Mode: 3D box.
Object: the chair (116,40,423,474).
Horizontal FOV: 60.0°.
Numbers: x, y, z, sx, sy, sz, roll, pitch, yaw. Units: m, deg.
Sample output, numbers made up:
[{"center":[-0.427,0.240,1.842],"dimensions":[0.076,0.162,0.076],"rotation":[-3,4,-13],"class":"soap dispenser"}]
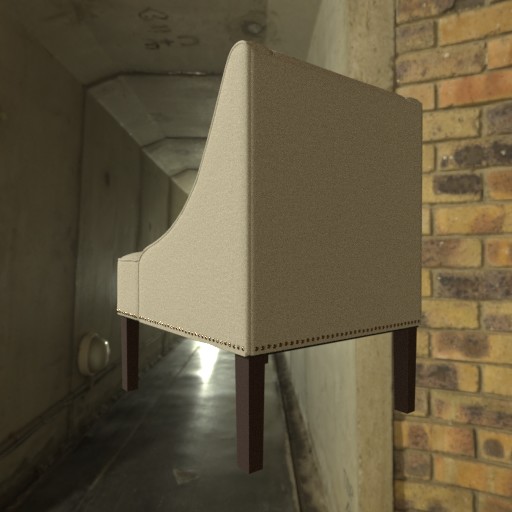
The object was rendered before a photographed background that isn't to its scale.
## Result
[{"center":[0.000,0.000,1.324],"dimensions":[0.610,0.864,0.737],"rotation":[-1,1,-37],"class":"chair"}]
